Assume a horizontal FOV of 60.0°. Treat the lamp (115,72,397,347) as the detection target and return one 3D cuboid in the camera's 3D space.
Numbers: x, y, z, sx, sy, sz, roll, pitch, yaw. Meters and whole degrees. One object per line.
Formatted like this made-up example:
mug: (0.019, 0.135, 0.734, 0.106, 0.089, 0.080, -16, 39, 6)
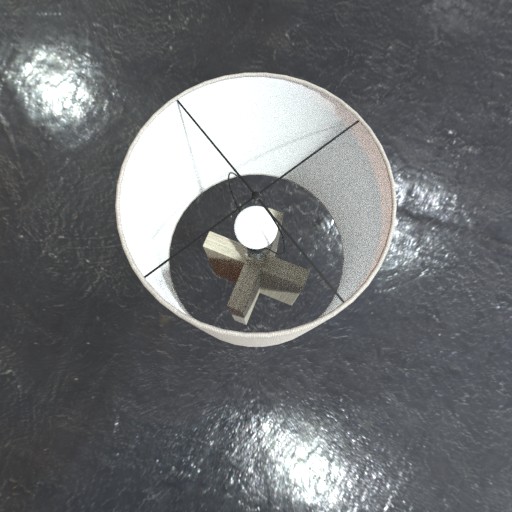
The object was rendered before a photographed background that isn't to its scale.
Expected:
lamp: (0.000, 0.000, 0.567, 0.229, 0.428, 0.229, 22, 78, 5)
